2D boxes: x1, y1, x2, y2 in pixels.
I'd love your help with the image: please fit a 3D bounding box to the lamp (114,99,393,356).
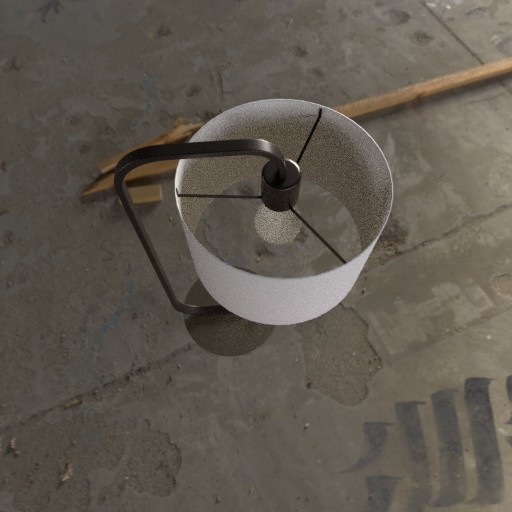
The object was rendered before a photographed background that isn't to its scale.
[{"bbox_3d":[0.000,0.000,0.626,0.288,0.473,0.230,-4,64,-2],"label":"lamp"}]
